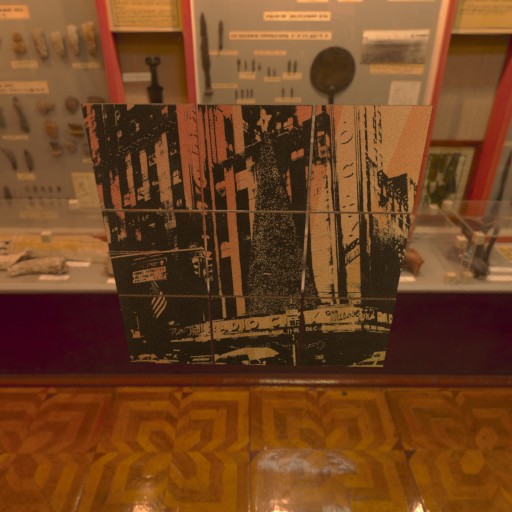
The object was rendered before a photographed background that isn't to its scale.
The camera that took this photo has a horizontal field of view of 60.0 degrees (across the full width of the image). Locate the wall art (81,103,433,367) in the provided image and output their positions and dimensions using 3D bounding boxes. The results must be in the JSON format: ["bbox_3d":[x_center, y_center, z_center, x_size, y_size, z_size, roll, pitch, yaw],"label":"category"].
[{"bbox_3d":[0.000,0.000,1.389,0.919,0.917,0.010,1,30,1],"label":"wall art"}]
